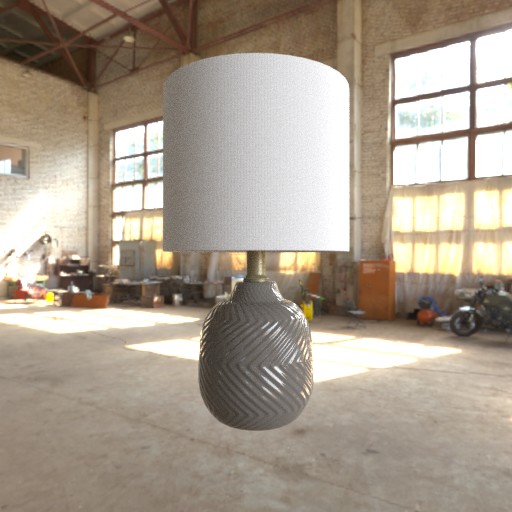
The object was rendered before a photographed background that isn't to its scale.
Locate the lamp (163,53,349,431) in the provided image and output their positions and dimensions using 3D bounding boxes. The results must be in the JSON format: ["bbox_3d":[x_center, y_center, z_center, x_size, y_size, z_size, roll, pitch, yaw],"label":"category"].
[{"bbox_3d":[0.000,0.000,0.502,0.207,0.366,0.207,0,0,-35],"label":"lamp"}]
